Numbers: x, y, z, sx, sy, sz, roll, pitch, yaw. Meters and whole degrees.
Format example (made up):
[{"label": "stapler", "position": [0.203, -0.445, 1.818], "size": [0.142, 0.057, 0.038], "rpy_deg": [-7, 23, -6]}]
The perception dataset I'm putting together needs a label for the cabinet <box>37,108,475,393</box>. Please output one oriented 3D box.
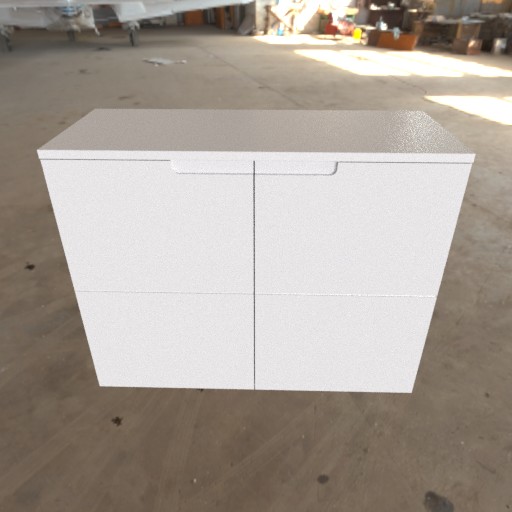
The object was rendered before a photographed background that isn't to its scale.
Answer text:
[{"label": "cabinet", "position": [0.000, 0.000, 1.388], "size": [1.000, 0.800, 0.400], "rpy_deg": [1, 31, 1]}]
